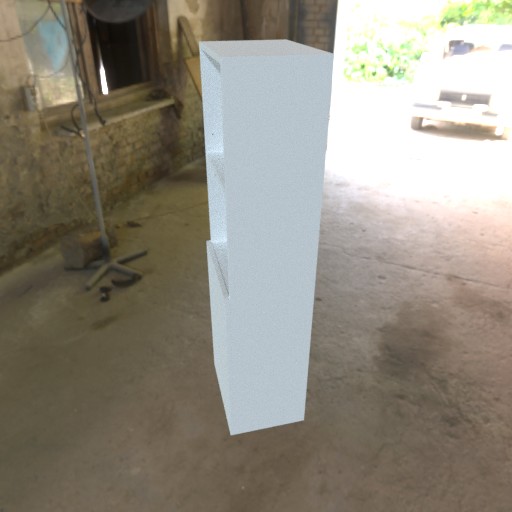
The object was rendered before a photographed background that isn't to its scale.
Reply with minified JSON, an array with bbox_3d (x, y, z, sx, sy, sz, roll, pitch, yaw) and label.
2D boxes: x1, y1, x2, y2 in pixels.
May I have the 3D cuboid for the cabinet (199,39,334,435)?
[{"bbox_3d":[0.000,0.000,1.576,0.300,1.350,0.400,-7,31,-12],"label":"cabinet"}]
